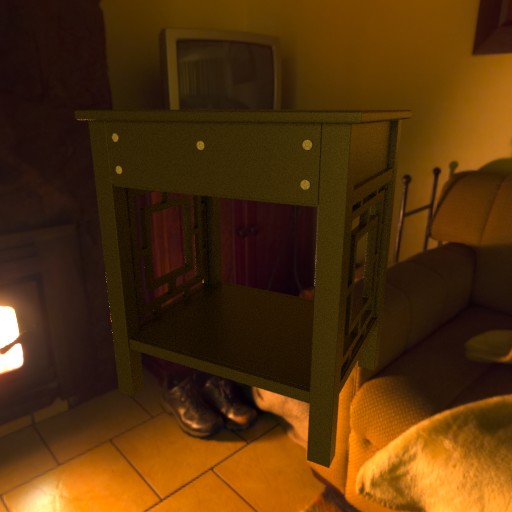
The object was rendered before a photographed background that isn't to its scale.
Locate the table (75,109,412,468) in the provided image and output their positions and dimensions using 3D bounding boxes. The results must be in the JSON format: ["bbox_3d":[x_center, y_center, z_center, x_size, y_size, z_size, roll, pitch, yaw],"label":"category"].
[{"bbox_3d":[0.000,0.000,1.032,0.564,0.646,0.451,9,20,26],"label":"table"}]
